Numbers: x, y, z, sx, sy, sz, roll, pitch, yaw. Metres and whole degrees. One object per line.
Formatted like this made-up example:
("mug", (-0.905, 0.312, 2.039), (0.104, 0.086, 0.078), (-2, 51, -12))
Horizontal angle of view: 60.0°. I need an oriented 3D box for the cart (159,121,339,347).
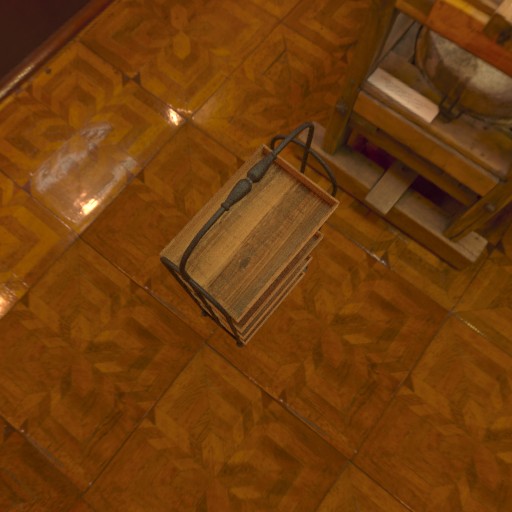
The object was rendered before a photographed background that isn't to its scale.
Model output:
("cart", (0.000, 0.000, 1.714), (0.308, 1.481, 0.581), (39, 78, 10))
